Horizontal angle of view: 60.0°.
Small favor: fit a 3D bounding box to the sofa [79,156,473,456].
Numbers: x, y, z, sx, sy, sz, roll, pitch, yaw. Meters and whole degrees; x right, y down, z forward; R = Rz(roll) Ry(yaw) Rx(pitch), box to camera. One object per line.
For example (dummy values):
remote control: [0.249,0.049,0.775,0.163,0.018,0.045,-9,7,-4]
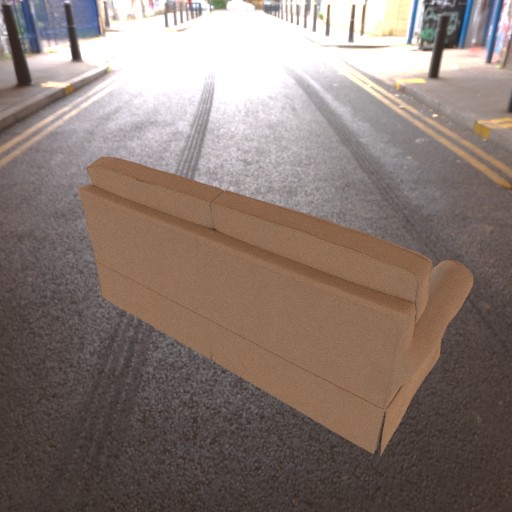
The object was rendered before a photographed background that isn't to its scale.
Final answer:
sofa: [0.000,0.000,2.652,2.246,1.014,0.900,21,36,32]
